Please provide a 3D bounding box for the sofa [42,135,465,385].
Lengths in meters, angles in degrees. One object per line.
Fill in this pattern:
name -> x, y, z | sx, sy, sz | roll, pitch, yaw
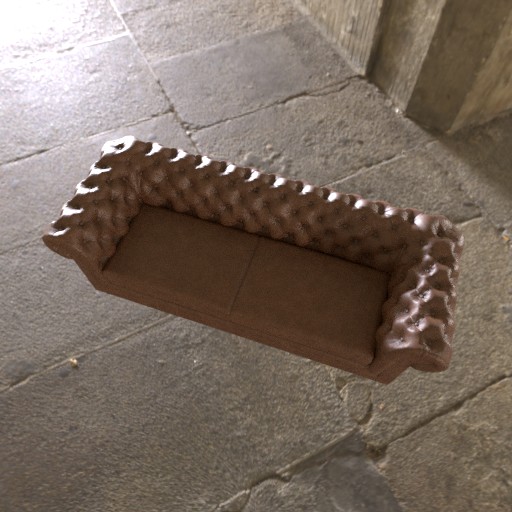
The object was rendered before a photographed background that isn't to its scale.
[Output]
sofa -> 0.000, 0.000, 2.880 | 2.385, 0.783, 0.944 | 16, 61, 9
